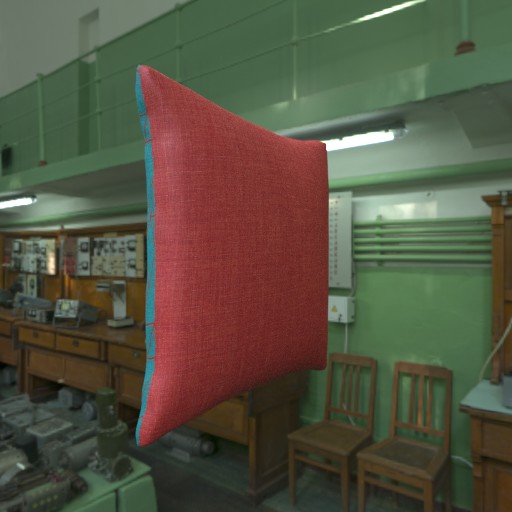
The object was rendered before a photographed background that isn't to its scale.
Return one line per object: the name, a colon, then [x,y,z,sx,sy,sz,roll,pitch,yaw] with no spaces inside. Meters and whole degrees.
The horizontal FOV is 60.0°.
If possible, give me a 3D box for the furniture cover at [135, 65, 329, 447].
furniture cover: [0.000,0.000,0.787,0.158,0.508,0.517,0,0,36]
